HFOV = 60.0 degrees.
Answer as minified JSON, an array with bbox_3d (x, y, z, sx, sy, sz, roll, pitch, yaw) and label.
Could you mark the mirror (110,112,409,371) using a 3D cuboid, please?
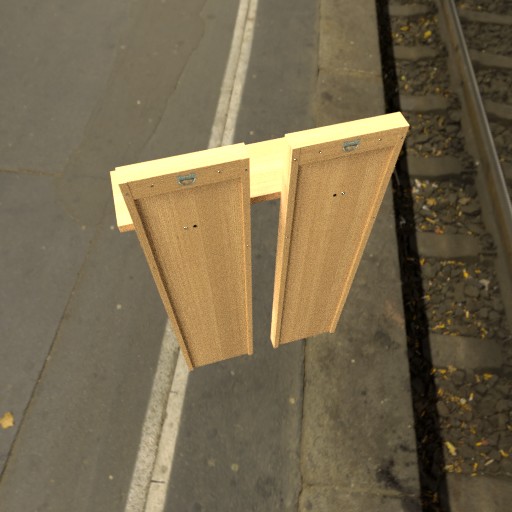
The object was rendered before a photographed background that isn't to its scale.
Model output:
[{"bbox_3d":[0.000,0.000,1.620,0.800,1.250,0.260,-13,58,-9],"label":"mirror"}]
